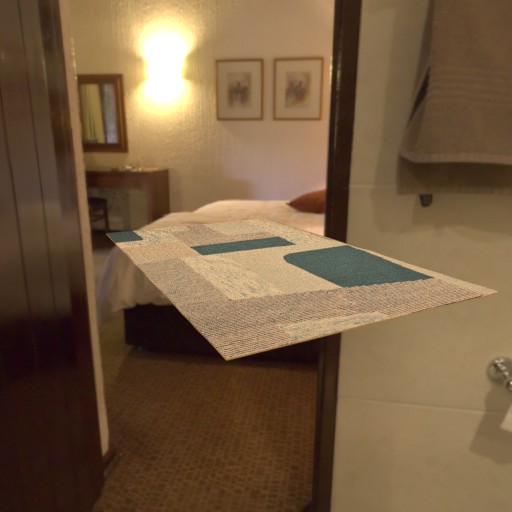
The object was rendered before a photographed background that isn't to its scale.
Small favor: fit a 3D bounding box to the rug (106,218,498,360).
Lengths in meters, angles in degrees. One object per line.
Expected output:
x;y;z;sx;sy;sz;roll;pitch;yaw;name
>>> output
0.000;0.000;2.959;1.521;0.015;2.436;-8;17;-27;rug
